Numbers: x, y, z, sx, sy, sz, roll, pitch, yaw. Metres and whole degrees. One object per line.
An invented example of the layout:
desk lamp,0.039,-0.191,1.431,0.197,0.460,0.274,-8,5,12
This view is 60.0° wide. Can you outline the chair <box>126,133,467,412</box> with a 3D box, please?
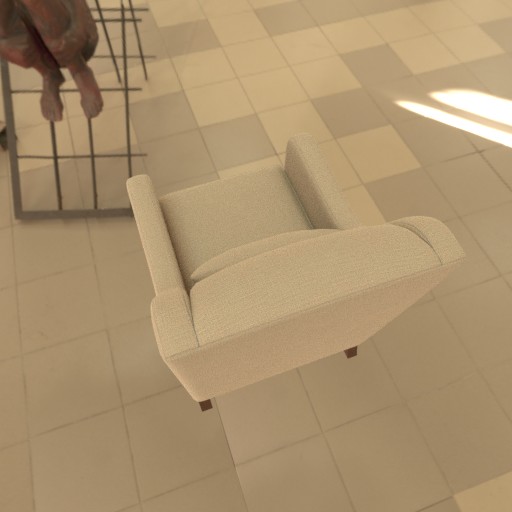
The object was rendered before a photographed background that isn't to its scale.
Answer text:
chair,0.000,0.000,1.553,0.715,1.017,0.896,-17,60,-10
